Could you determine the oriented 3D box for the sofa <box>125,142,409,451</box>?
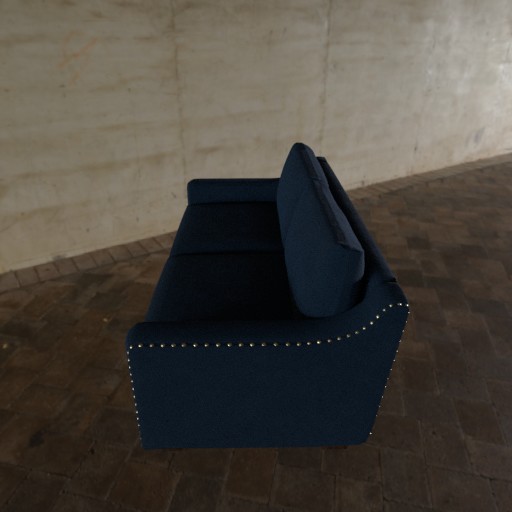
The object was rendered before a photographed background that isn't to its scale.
[{"bbox_3d":[0.000,0.000,2.685,1.104,0.983,2.107,0,27,-1],"label":"sofa"}]
